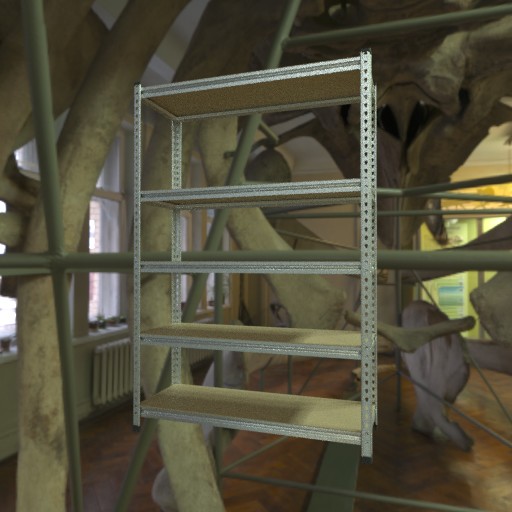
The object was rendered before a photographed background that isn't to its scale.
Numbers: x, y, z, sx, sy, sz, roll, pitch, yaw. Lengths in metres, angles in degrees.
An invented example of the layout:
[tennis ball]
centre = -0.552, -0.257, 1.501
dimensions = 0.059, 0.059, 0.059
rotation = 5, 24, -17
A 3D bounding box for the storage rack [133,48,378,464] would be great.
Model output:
[storage rack]
centre = 0.000, 0.000, 2.352
dimensions = 1.219, 1.829, 0.457
rotation = 0, -1, 18
